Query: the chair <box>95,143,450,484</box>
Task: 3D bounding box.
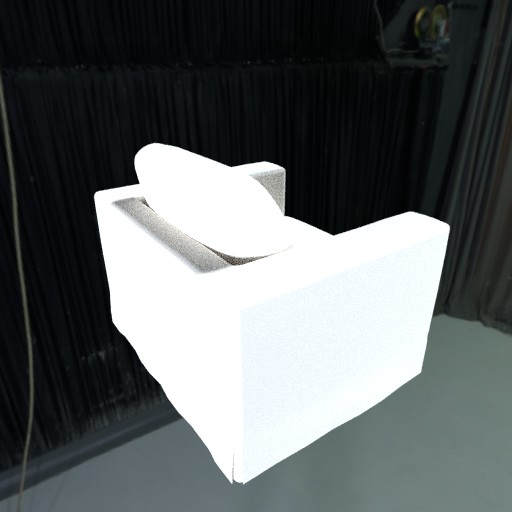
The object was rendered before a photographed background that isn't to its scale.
[{"bbox_3d":[0.000,0.000,1.830,0.957,0.878,1.150,-17,31,-31],"label":"chair"}]
